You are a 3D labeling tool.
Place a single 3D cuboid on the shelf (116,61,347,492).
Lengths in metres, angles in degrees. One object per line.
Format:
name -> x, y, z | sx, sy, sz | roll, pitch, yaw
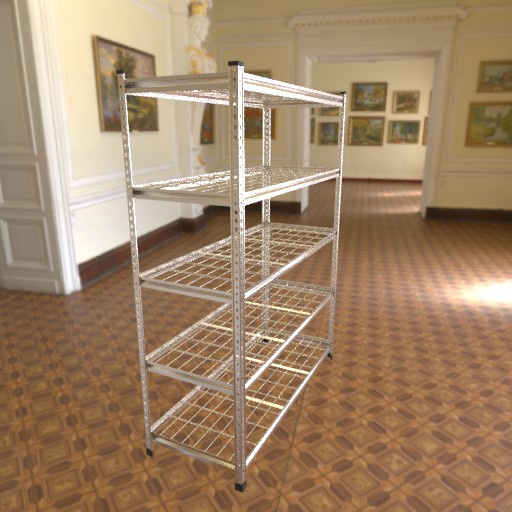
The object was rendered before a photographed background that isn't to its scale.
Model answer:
shelf -> 0.000, 0.000, 2.715 | 0.610, 1.981, 1.524 | 8, 17, 25
